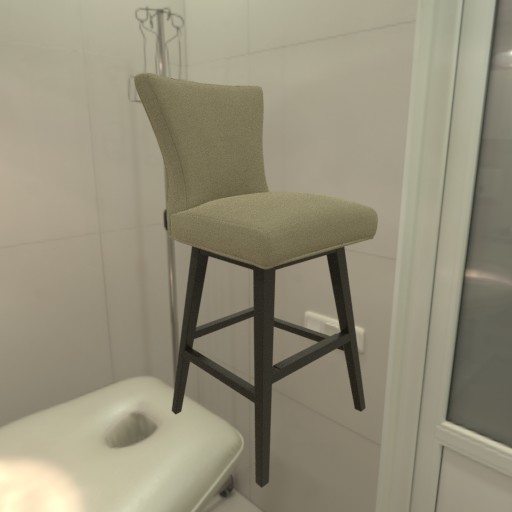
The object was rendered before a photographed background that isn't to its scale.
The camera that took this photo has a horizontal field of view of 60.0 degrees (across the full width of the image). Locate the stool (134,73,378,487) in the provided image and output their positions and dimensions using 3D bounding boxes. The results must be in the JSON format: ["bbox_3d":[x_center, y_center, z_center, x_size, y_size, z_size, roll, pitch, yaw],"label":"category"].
[{"bbox_3d":[0.000,0.000,1.409,0.514,1.086,0.574,-14,20,-43],"label":"stool"}]
